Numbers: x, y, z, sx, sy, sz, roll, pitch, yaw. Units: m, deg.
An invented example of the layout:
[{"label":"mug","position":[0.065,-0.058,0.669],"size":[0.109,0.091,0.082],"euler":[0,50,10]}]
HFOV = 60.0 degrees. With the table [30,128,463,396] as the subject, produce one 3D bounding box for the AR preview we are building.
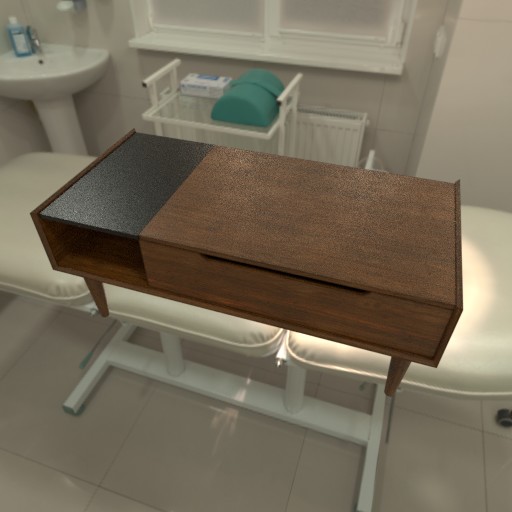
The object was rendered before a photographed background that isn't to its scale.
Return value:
[{"label":"table","position":[0.000,0.000,1.562],"size":[1.221,0.508,0.610],"euler":[12,43,14]}]
